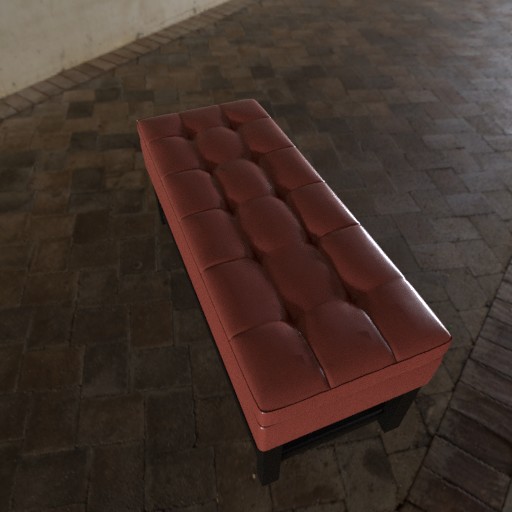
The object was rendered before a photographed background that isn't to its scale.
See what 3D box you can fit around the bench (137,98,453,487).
[{"bbox_3d":[0.000,0.000,1.332,0.432,0.460,1.105,-16,49,-15],"label":"bench"}]
